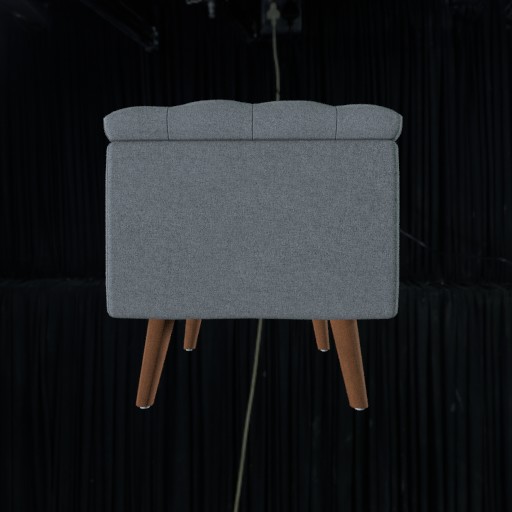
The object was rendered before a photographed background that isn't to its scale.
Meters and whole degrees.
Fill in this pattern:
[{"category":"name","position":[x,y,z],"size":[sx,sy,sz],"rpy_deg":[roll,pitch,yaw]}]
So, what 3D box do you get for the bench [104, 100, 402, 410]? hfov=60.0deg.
[{"category":"bench","position":[0.000,0.000,0.889],"size":[0.417,0.469,0.572],"rpy_deg":[0,0,1]}]
